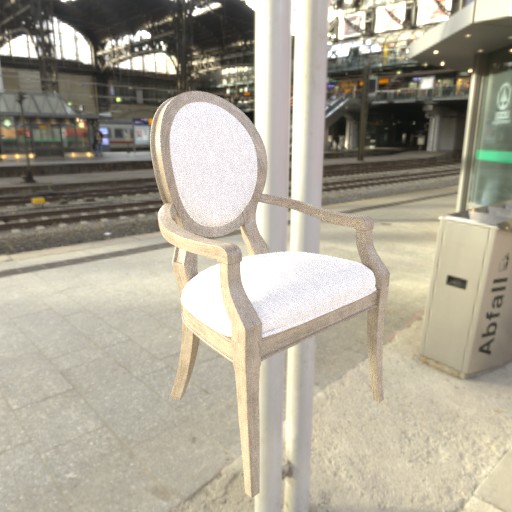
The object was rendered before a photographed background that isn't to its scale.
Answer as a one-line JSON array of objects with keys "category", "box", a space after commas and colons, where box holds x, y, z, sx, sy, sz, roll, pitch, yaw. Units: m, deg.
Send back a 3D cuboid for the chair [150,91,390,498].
[{"category": "chair", "box": [0.000, 0.000, 1.361, 0.611, 0.991, 0.602, -14, 20, -42]}]
